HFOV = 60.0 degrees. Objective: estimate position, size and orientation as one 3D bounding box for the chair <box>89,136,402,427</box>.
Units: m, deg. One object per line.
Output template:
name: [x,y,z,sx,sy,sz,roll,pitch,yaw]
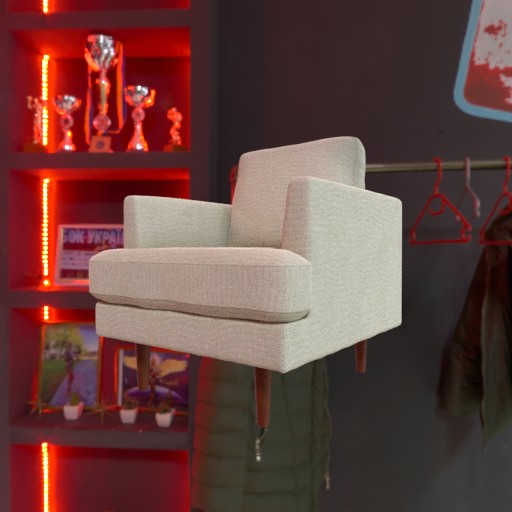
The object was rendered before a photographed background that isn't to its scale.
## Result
chair: [0.000,0.000,1.670,0.858,0.957,0.899,1,1,37]
